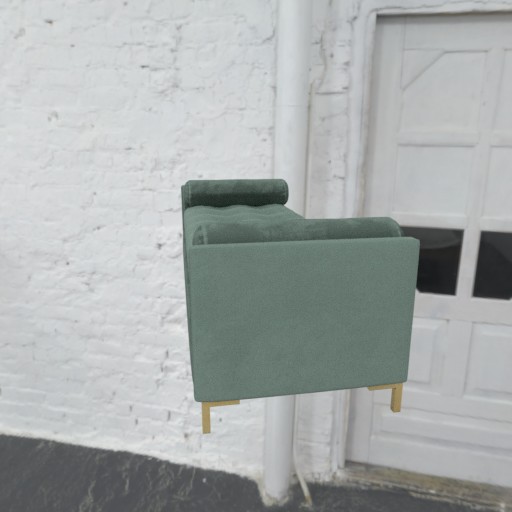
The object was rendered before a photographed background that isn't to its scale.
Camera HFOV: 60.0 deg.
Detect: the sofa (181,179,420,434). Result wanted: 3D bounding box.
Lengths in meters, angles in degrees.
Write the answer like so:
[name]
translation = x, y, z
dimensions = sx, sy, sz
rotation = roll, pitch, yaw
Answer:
[sofa]
translation = 0.000, 0.000, 2.475
dimensions = 0.796, 0.705, 2.102
rotation = -3, 15, -10
